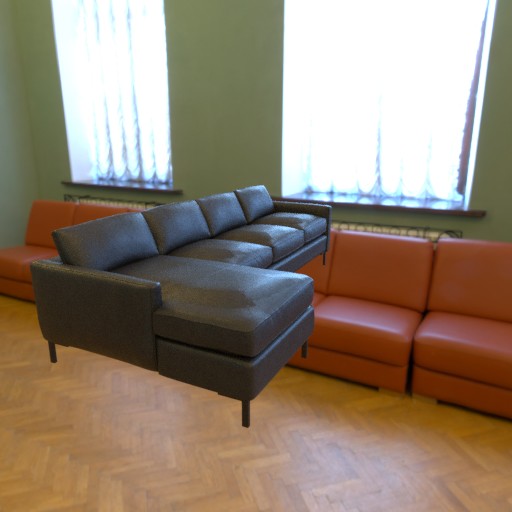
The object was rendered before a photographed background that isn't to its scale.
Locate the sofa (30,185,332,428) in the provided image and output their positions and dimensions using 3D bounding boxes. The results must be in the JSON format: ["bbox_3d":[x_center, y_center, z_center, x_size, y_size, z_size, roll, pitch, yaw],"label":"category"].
[{"bbox_3d":[0.000,0.000,3.595,1.471,0.859,2.993,8,17,26],"label":"sofa"}]
